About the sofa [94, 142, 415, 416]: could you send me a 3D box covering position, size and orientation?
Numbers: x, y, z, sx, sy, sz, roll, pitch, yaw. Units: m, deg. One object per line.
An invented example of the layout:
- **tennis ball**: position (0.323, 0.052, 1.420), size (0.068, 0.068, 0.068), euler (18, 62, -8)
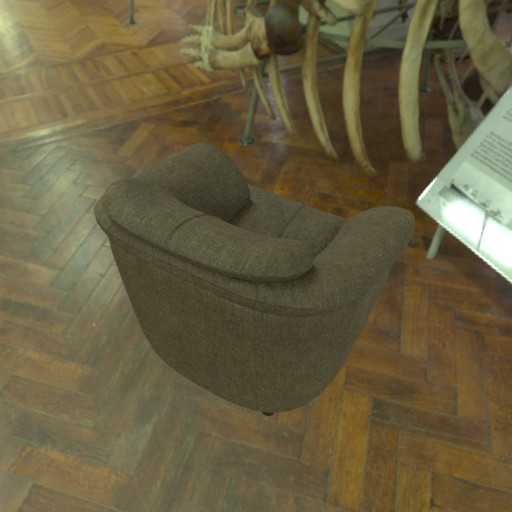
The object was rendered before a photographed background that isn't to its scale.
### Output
- **sofa**: position (0.000, 0.000, 1.484), size (0.870, 0.811, 0.794), euler (23, 50, 21)
